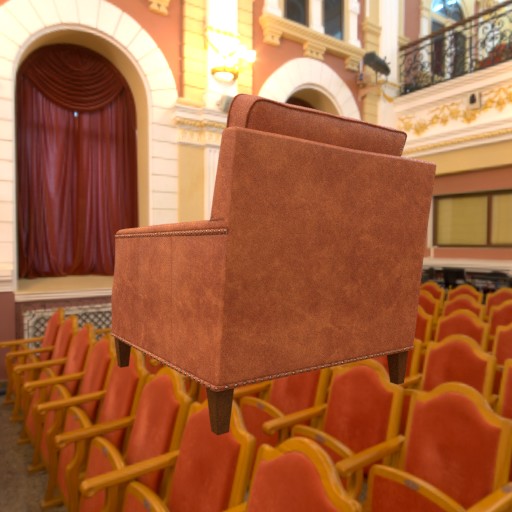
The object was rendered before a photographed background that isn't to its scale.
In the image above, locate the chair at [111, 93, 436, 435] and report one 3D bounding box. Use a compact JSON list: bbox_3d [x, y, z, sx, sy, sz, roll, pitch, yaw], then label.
[{"bbox_3d":[0.000,0.000,1.731,0.853,0.943,1.014,-1,2,-35],"label":"chair"}]
